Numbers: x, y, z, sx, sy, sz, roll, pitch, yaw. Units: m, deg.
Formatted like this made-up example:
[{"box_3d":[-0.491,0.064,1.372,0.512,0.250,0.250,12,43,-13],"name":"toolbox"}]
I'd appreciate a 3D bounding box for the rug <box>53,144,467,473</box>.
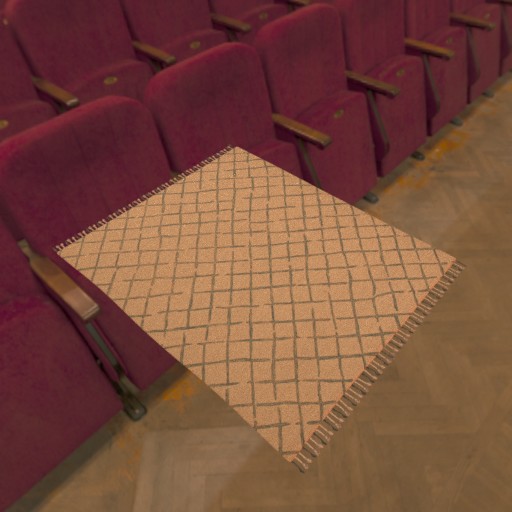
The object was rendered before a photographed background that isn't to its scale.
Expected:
[{"box_3d":[0.000,0.000,4.877,3.585,0.036,2.892,33,54,28],"name":"rug"}]
